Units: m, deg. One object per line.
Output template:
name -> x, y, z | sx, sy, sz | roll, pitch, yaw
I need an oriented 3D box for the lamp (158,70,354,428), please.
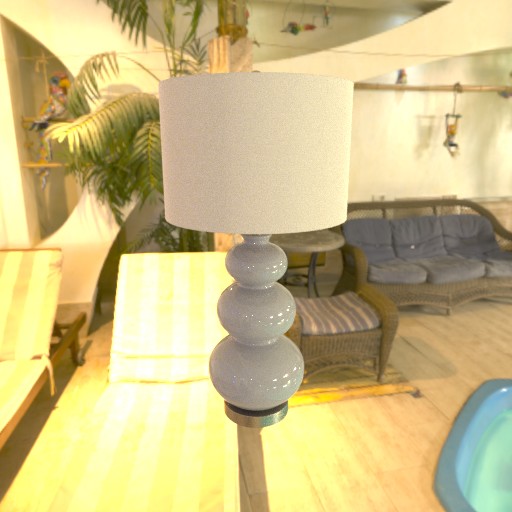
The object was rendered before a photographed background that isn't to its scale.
lamp -> 0.000, 0.000, 0.937 | 0.367, 0.730, 0.367 | -2, 15, -6
